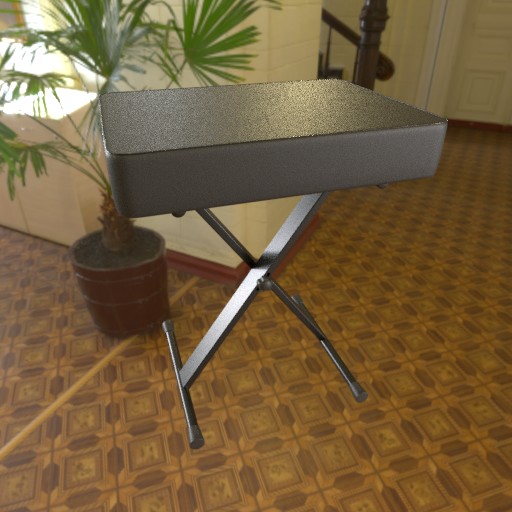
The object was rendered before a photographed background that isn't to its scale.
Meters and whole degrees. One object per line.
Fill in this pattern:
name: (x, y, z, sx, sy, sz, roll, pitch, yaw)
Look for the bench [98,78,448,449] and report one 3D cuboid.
bench: (0.000, 0.000, 0.759, 0.424, 0.500, 0.321, -10, 33, -16)
